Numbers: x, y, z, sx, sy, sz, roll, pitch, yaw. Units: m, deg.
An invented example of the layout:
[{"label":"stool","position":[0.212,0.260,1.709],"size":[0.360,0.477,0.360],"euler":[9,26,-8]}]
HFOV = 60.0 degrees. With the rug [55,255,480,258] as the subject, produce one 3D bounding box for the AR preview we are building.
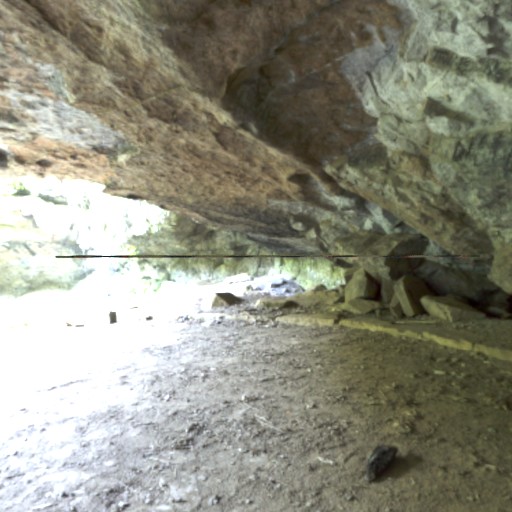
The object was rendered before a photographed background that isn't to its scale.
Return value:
[{"label":"rug","position":[0.000,0.000,3.106],"size":[2.447,0.011,1.520],"euler":[0,0,-19]}]
